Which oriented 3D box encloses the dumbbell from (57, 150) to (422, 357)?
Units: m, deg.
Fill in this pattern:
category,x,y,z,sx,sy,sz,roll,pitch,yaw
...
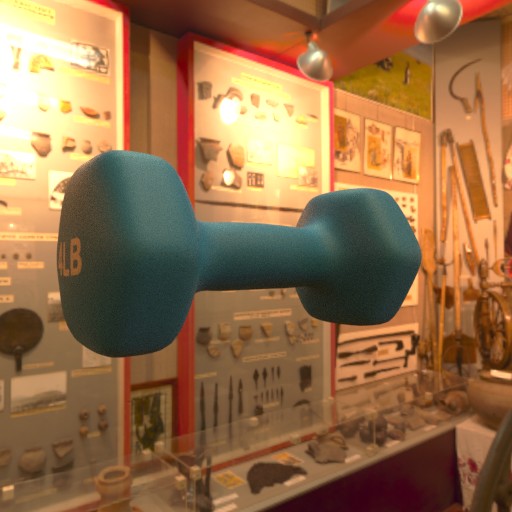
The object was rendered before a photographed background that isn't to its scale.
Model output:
category,x,y,z,sx,sy,sz,roll,pitch,yaw
dumbbell,0.000,0.000,0.188,0.152,0.066,0.074,1,-1,-36
